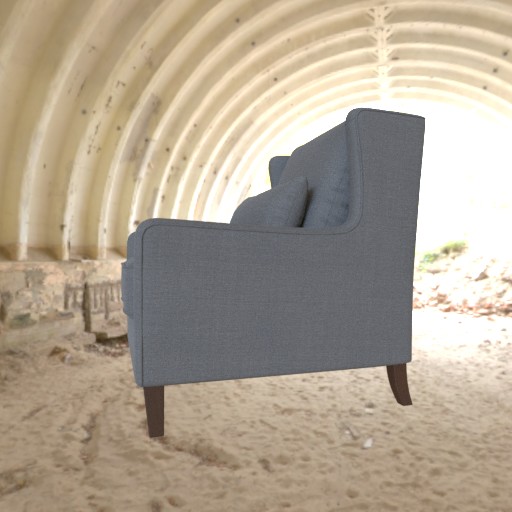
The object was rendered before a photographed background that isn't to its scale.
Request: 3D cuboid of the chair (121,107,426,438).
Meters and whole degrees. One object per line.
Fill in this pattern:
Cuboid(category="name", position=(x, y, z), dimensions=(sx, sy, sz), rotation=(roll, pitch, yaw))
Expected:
Cuboid(category="chair", position=(0.000, 0.000, 1.790), dimensions=(1.040, 1.056, 0.866), rotation=(0, 0, -18))
